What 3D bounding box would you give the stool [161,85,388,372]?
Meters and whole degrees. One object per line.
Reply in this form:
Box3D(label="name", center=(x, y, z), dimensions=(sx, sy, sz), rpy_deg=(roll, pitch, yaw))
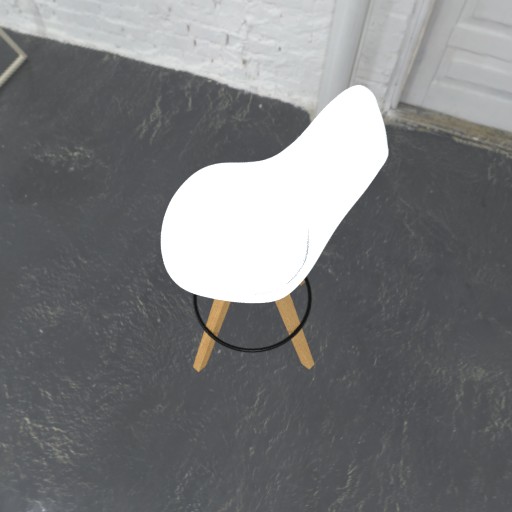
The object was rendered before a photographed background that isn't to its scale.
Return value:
Box3D(label="stool", center=(0.000, 0.000, 1.414), dimensions=(0.549, 1.115, 0.482), rpy_deg=(-1, 60, -1))
